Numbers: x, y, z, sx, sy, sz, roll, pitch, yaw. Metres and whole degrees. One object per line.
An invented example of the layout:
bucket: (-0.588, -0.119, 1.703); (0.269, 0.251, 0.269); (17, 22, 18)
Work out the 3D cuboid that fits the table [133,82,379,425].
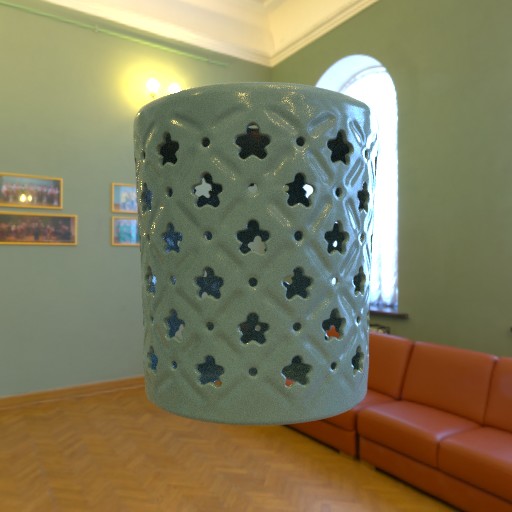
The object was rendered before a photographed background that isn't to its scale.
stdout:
table: (0.000, 0.000, 0.653); (0.352, 0.387, 0.352); (0, 0, 0)
